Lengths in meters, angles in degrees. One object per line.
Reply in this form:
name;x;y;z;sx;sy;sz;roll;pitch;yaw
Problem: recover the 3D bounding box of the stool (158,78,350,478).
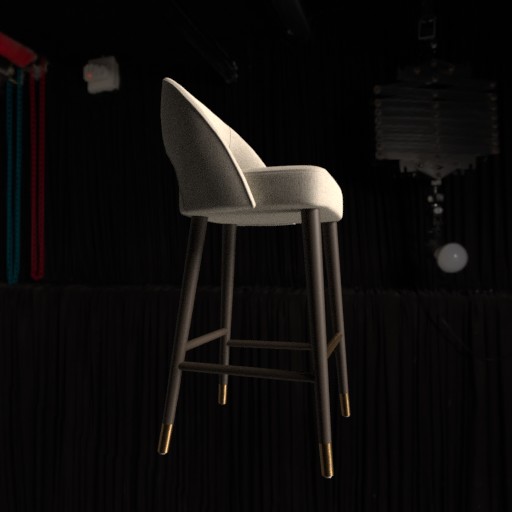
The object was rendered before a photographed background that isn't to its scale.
stool;0.000;0.000;1.319;0.509;1.037;0.494;0;-1;17
